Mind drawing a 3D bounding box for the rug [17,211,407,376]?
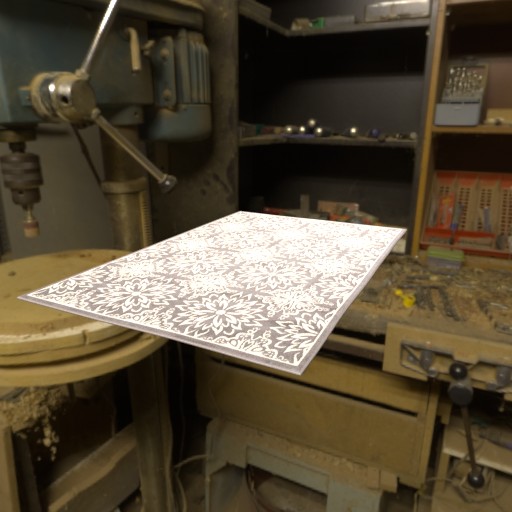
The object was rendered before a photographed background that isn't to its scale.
[{"bbox_3d":[0.000,0.000,2.301,1.224,0.012,1.847,9,20,26],"label":"rug"}]
